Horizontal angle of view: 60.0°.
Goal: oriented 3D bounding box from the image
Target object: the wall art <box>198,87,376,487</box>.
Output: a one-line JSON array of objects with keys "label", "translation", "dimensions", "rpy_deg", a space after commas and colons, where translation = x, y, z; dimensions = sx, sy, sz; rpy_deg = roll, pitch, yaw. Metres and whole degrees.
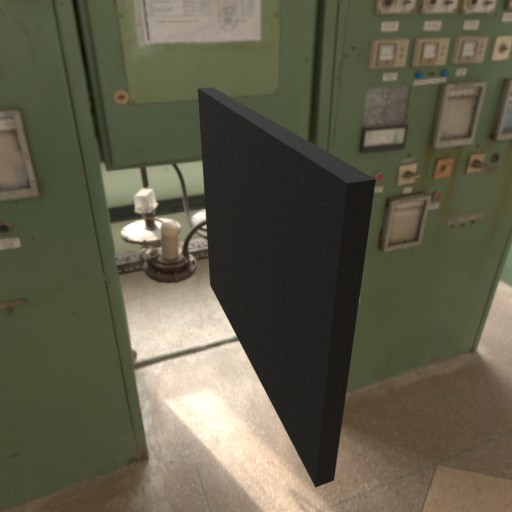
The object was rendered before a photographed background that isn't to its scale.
[{"label": "wall art", "translation": [0.000, 0.000, 0.750], "dimensions": [0.031, 0.457, 0.558], "rpy_deg": [-11, 31, -18]}]
